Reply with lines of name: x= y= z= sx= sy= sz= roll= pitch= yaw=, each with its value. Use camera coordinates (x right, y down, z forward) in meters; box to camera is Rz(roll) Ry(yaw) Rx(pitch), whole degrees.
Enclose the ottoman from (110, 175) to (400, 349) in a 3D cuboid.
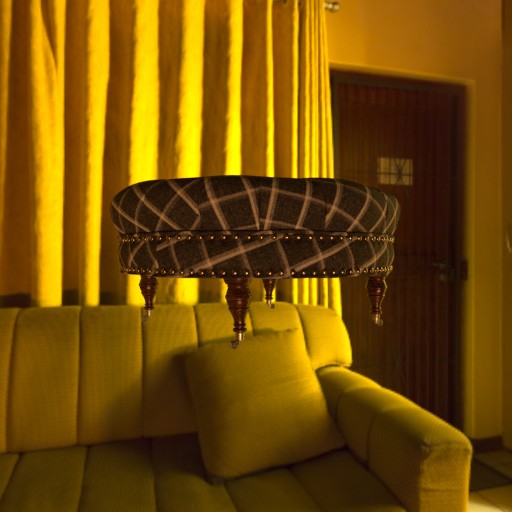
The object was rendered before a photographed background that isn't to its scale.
ottoman: x=0.000 y=0.000 z=1.442 sx=0.901 sy=0.439 sz=0.901 roll=0 pitch=0 yaw=0
